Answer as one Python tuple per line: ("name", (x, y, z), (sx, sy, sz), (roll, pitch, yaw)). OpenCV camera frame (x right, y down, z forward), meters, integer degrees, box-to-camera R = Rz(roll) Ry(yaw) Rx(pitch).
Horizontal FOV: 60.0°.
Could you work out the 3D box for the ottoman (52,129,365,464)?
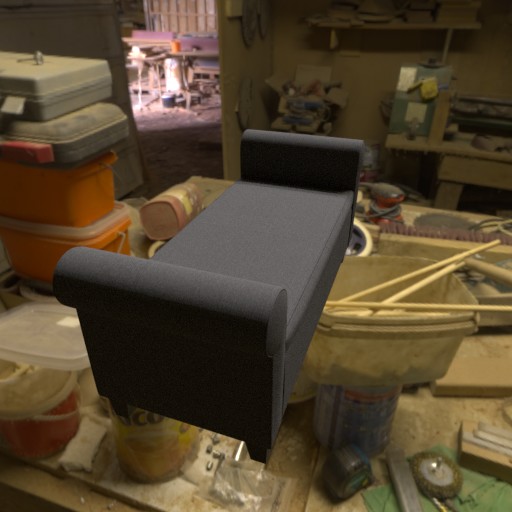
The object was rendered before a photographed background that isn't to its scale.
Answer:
("ottoman", (0.000, 0.000, 1.520), (0.521, 0.547, 1.256), (10, 32, 17))
